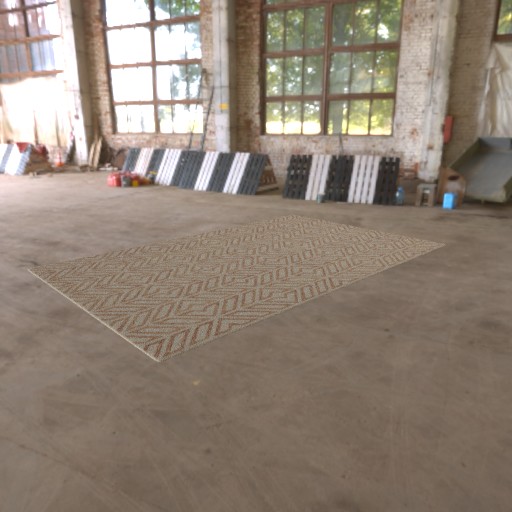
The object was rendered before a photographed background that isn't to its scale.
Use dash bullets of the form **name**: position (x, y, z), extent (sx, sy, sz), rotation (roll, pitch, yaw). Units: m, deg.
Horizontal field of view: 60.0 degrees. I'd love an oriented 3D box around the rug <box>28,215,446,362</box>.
- **rug**: position (0.000, 0.000, 2.994), extent (2.438, 0.008, 1.523), rotation (-15, 23, -41)
